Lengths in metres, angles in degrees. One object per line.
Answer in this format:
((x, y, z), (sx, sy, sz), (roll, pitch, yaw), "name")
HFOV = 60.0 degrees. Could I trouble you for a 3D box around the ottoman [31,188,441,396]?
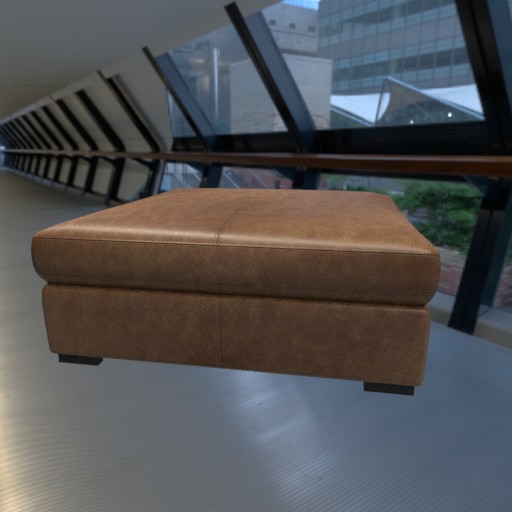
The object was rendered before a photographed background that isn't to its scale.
((0.000, 0.000, 1.804), (1.169, 0.483, 1.168), (3, 15, 10), "ottoman")
